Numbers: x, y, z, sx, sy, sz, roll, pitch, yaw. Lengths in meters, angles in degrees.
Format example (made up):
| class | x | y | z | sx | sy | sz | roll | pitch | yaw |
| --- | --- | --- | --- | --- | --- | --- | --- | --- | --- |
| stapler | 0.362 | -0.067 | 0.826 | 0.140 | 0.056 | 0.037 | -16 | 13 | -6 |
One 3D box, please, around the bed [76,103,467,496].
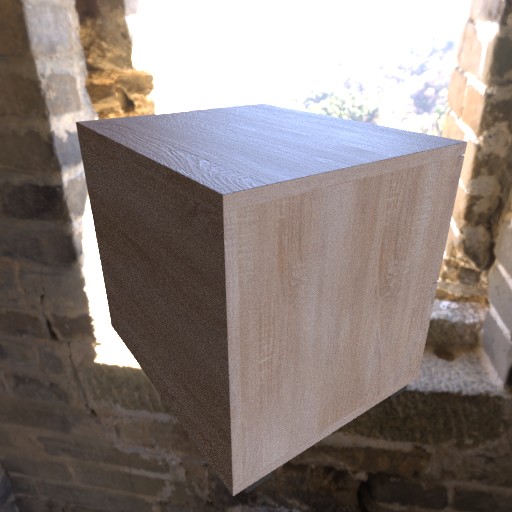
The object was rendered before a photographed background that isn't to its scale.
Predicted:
| class | x | y | z | sx | sy | sz | roll | pitch | yaw |
| --- | --- | --- | --- | --- | --- | --- | --- | --- | --- |
| bed | 0.000 | 0.000 | 0.756 | 0.401 | 0.420 | 0.460 | -18 | 31 | -31 |
